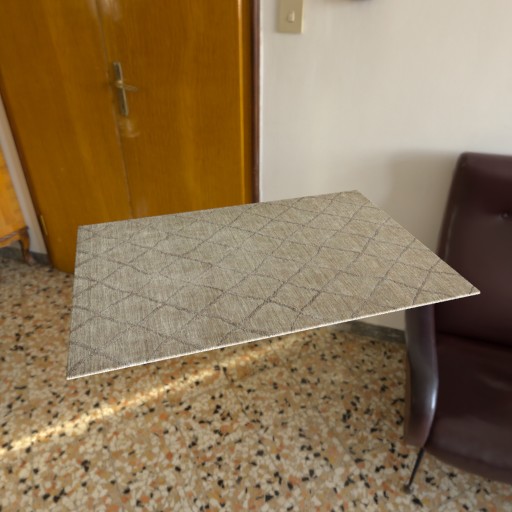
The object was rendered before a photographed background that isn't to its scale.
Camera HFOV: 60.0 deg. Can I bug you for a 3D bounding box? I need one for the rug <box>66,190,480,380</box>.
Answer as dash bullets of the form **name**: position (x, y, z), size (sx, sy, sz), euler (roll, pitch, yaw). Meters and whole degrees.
- **rug**: position (0.000, 0.000, 2.928), size (2.280, 0.015, 1.521), euler (-9, 33, -14)
